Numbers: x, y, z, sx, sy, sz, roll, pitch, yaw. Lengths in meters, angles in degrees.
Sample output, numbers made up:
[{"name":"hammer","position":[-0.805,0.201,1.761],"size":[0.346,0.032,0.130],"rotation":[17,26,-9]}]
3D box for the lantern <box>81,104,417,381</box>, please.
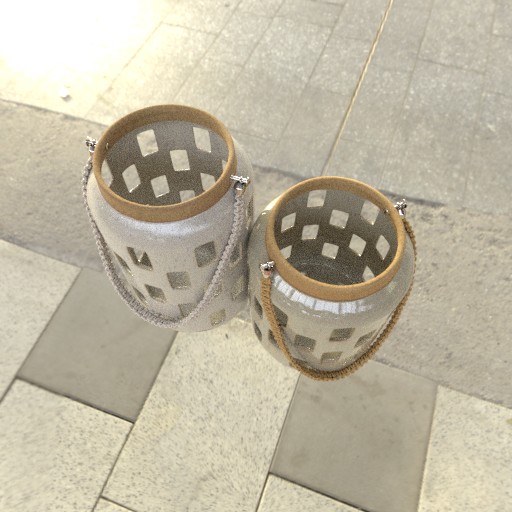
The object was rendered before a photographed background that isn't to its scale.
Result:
[{"name":"lantern","position":[0.000,0.000,0.494],"size":[0.347,0.255,0.184],"rotation":[16,61,9]}]
